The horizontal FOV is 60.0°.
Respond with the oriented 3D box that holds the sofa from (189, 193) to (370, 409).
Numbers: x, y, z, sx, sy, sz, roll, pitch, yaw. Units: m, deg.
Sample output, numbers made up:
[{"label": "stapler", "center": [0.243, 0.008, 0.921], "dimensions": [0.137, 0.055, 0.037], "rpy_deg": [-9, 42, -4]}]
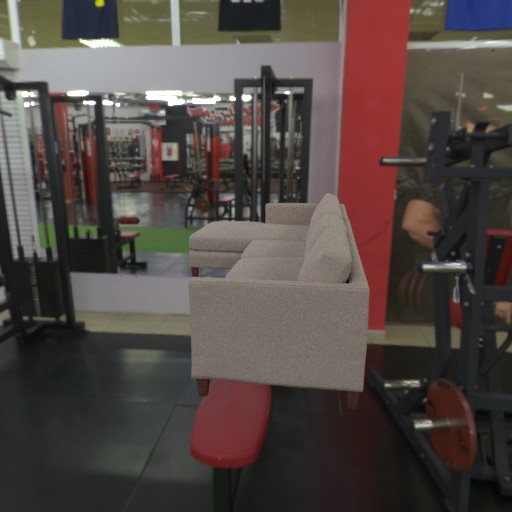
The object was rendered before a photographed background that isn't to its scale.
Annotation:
[{"label": "sofa", "center": [0.000, 0.000, 3.859], "dimensions": [1.625, 0.846, 3.186], "rpy_deg": [2, 14, 9]}]
